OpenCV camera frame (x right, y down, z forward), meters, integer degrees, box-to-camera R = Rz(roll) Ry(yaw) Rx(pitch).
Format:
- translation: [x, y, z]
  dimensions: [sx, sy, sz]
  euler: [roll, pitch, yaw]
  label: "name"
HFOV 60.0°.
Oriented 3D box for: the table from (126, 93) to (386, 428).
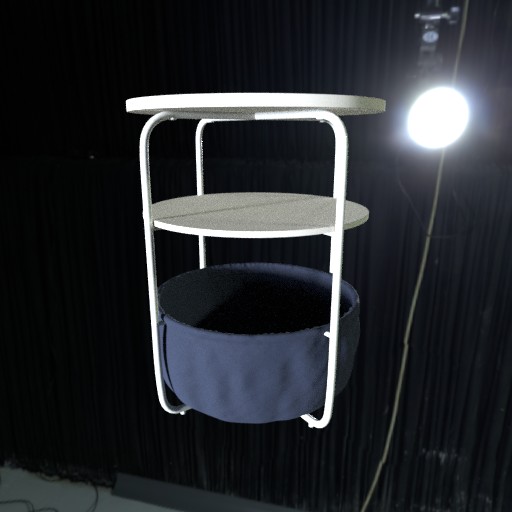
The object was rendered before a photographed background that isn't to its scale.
- translation: [0.000, 0.000, 0.815]
  dimensions: [0.418, 0.532, 0.418]
  euler: [3, 16, 9]
  label: "table"
